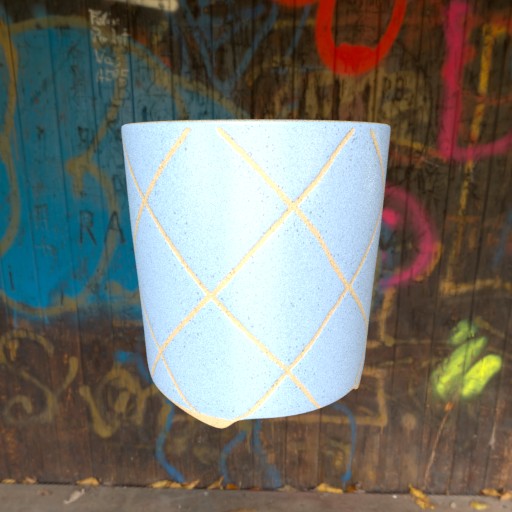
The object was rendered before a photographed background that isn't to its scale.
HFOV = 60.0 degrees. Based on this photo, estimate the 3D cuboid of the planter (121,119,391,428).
[{"bbox_3d":[0.000,0.000,0.418,0.227,0.235,0.227,0,14,0],"label":"planter"}]
